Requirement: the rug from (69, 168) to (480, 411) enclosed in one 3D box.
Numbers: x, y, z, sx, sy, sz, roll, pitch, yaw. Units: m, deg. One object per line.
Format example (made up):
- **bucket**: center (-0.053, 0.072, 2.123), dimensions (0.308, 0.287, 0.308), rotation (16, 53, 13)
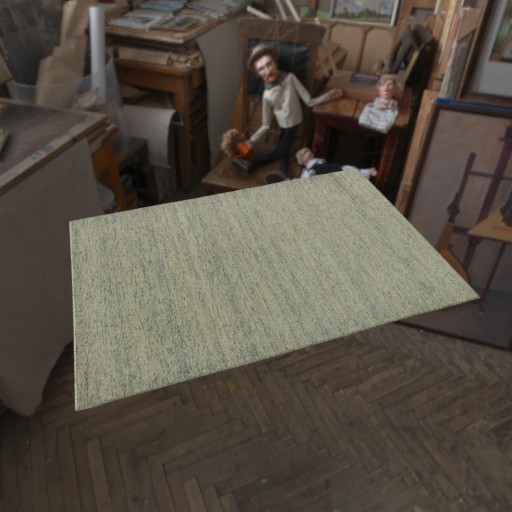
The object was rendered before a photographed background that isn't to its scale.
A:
- **rug**: center (0.000, 0.000, 2.325), dimensions (1.846, 0.014, 1.243), rotation (-13, 44, -14)
